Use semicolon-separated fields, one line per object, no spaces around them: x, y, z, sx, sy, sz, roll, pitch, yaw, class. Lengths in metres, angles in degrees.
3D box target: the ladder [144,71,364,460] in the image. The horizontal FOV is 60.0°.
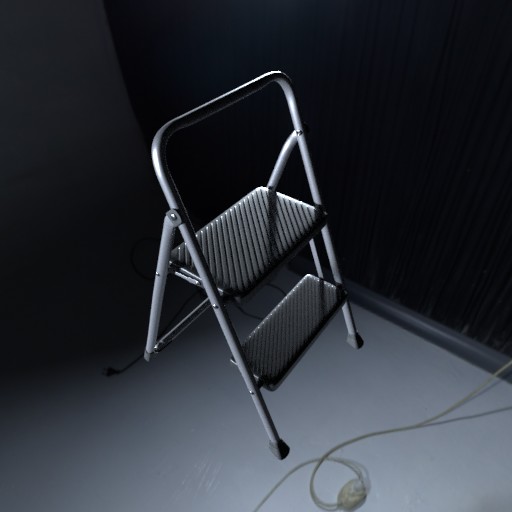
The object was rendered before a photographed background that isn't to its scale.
0.000;0.000;1.019;0.472;0.720;0.430;26;48;26;ladder
